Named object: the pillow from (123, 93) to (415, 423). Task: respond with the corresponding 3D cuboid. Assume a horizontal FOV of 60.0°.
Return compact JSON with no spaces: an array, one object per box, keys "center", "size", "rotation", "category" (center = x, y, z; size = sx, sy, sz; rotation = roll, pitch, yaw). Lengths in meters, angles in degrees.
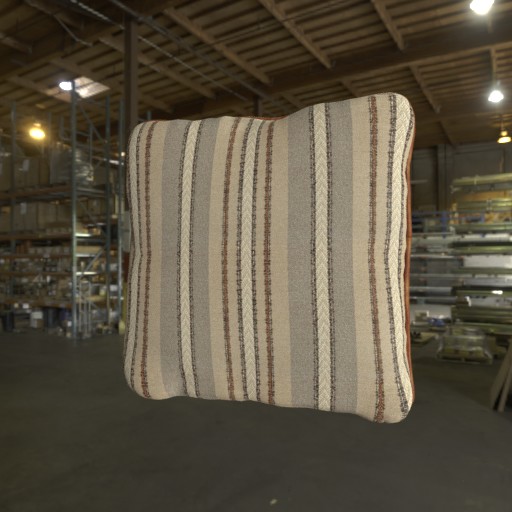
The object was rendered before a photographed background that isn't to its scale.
[{"center":[0.000,0.000,0.718],"size":[0.489,0.490,0.130],"rotation":[0,-1,18],"category":"pillow"}]
